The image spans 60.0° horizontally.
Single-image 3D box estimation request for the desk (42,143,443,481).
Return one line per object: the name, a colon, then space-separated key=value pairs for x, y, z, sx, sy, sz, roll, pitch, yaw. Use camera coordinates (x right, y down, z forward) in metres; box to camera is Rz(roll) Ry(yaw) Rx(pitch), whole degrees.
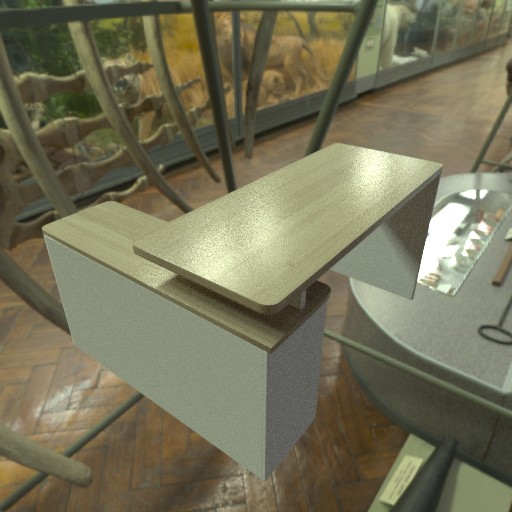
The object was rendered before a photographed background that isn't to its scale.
desk: x=0.000 y=0.000 z=2.112 sx=1.175 sy=0.770 sz=1.400 roll=21 pitch=37 yaw=31
